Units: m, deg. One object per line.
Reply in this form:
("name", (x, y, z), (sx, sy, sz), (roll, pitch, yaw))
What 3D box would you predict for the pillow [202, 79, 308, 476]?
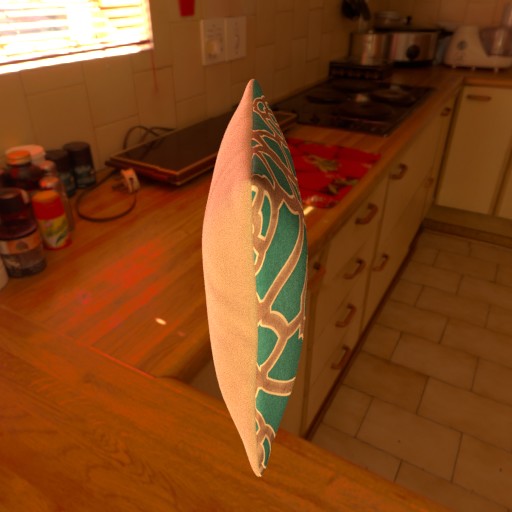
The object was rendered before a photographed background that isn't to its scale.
("pillow", (0.000, 0.000, 0.794), (0.166, 0.507, 0.526), (0, 32, 0))
